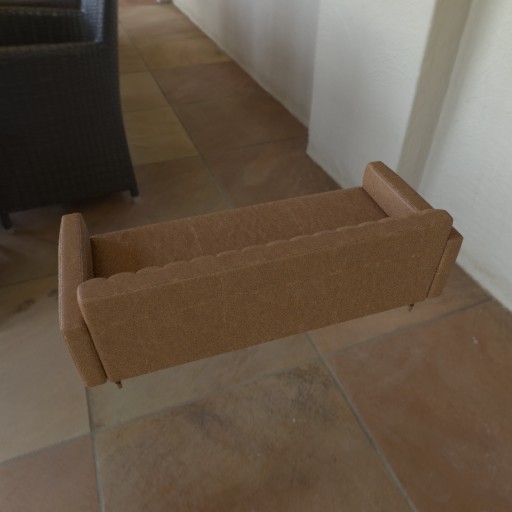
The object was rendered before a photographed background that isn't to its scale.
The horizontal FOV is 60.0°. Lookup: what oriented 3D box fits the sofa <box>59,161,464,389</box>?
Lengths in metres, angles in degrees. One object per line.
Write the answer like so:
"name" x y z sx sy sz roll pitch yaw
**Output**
"sofa" 0.000 0.000 2.809 2.291 0.821 0.990 -12 43 -13
